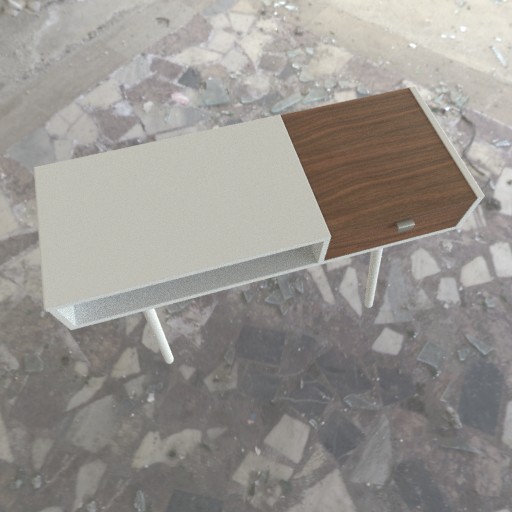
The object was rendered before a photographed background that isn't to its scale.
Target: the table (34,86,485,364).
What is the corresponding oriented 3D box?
[{"bbox_3d":[0.000,0.000,1.459,1.066,0.785,0.418,-14,64,-7],"label":"table"}]
